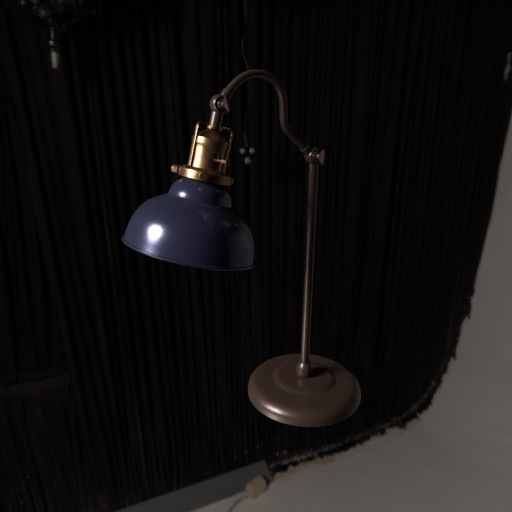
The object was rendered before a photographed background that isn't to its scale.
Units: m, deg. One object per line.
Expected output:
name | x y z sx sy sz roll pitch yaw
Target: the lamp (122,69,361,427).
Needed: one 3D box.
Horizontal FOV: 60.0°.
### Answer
lamp | 0.000 0.000 0.652 0.374 0.508 0.192 -8 19 -24
